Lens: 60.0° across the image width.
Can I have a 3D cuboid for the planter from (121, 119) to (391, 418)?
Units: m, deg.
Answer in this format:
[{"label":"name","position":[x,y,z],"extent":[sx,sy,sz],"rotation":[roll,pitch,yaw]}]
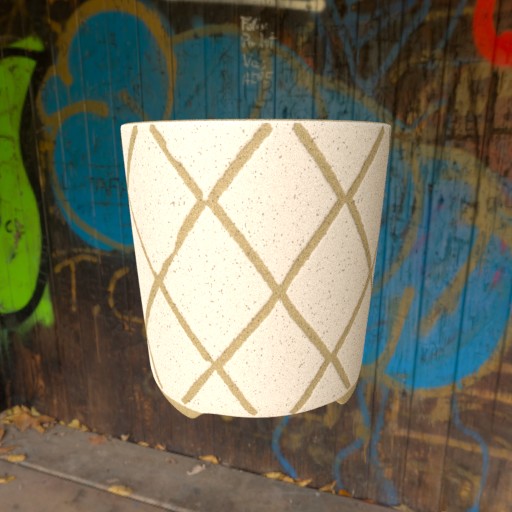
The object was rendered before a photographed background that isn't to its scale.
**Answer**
[{"label":"planter","position":[0.000,0.000,0.417],"extent":[0.228,0.235,0.228],"rotation":[0,14,0]}]
